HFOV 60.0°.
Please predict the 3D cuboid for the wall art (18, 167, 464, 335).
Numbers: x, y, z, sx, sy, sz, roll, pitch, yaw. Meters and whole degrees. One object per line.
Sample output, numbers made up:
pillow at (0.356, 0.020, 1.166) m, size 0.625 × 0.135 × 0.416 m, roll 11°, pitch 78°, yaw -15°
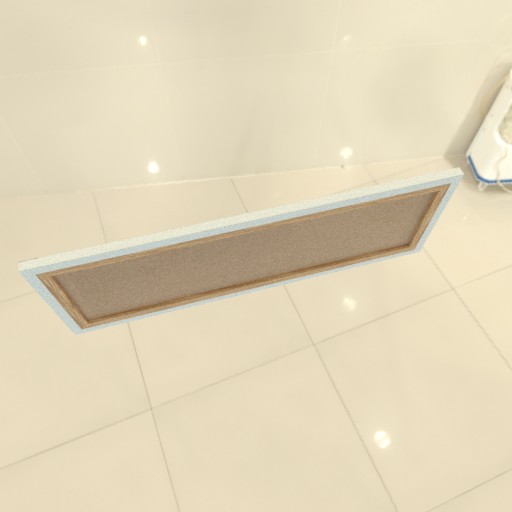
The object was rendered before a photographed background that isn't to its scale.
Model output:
wall art at (0.000, 0.000, 1.688) m, size 1.520 × 0.507 × 0.039 m, roll -13°, pitch 59°, yaw -8°
